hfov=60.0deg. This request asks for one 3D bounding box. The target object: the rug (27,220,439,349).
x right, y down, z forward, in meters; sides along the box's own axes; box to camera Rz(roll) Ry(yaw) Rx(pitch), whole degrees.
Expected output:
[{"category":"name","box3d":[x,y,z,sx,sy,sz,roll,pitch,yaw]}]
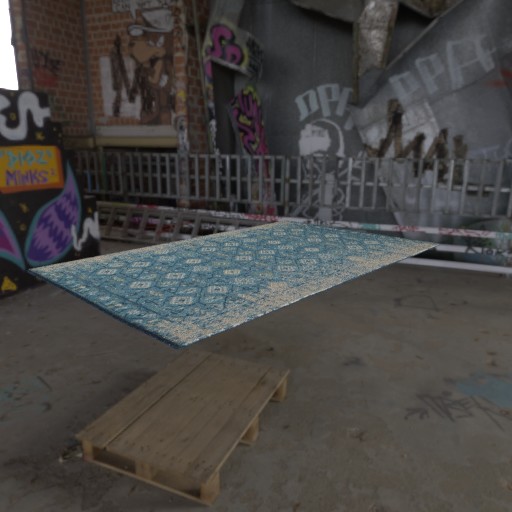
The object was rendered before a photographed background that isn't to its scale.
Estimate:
[{"category":"rug","box3d":[0.000,0.000,3.016,1.530,0.015,2.449,13,19,42]}]
